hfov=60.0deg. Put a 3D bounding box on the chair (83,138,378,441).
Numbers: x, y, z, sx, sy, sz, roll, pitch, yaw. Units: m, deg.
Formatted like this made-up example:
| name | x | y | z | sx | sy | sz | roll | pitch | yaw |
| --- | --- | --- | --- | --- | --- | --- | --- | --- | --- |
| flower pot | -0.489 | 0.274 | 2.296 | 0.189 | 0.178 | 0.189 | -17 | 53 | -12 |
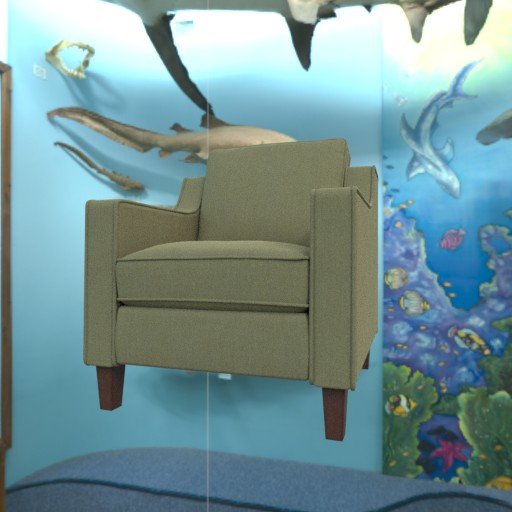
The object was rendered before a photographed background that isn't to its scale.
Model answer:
| name | x | y | z | sx | sy | sz | roll | pitch | yaw |
| --- | --- | --- | --- | --- | --- | --- | --- | --- | --- |
| chair | 0.000 | 0.000 | 1.649 | 0.831 | 0.960 | 0.909 | 0 | 0 | 19 |
